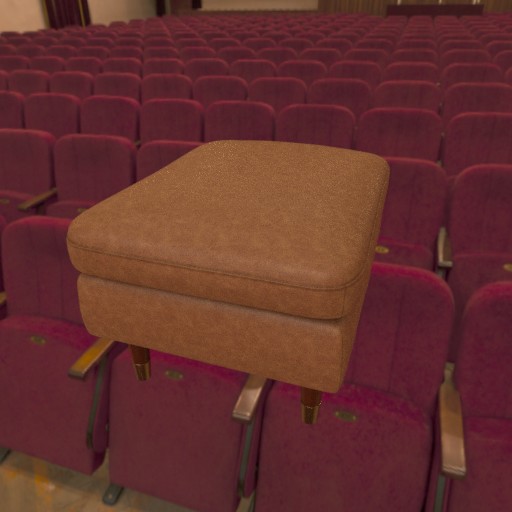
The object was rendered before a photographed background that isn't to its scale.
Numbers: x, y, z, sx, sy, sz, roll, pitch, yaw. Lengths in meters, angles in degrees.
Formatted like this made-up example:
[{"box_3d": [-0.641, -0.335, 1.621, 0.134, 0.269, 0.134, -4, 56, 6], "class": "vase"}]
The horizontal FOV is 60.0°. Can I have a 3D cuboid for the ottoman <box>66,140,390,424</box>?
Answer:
[{"box_3d": [0.000, 0.000, 1.147, 0.593, 0.478, 0.747, 9, 30, 16], "class": "ottoman"}]
